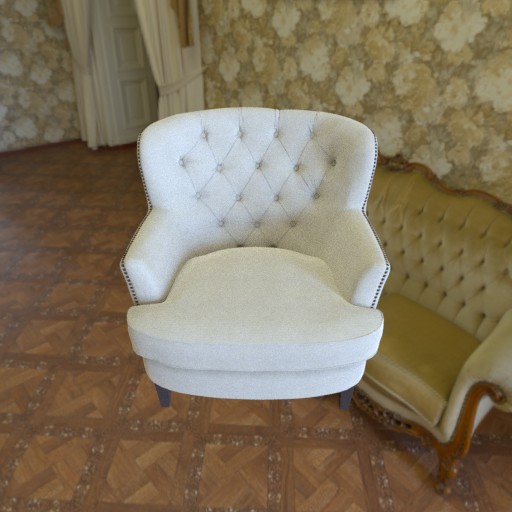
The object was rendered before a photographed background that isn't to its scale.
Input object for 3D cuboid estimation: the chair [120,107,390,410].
[{"bbox_3d":[0.000,0.000,1.594,0.848,0.868,0.906,1,30,1],"label":"chair"}]
